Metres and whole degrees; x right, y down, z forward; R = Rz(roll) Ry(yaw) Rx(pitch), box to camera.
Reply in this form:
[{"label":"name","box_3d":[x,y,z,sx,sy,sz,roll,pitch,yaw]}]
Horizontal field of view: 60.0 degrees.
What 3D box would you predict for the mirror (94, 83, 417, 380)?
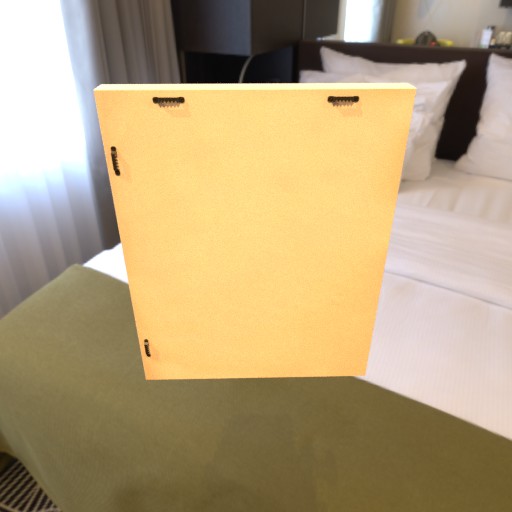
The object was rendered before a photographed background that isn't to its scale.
[{"label":"mirror","box_3d":[0.000,0.000,0.701,0.406,0.509,0.041,-1,31,-1]}]
